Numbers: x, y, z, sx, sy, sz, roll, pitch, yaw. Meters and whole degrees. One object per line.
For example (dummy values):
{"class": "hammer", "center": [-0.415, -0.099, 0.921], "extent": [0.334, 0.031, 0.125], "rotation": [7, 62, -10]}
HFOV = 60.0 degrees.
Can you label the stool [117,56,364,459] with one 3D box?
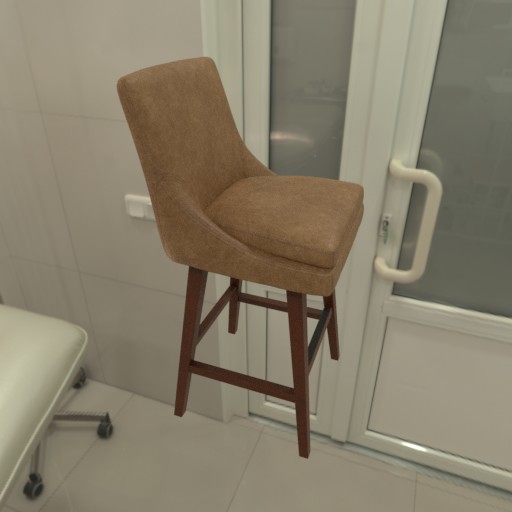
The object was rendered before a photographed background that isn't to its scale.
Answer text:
{"class": "stool", "center": [0.000, 0.000, 1.374], "extent": [0.572, 1.079, 0.487], "rotation": [11, 32, 18]}
